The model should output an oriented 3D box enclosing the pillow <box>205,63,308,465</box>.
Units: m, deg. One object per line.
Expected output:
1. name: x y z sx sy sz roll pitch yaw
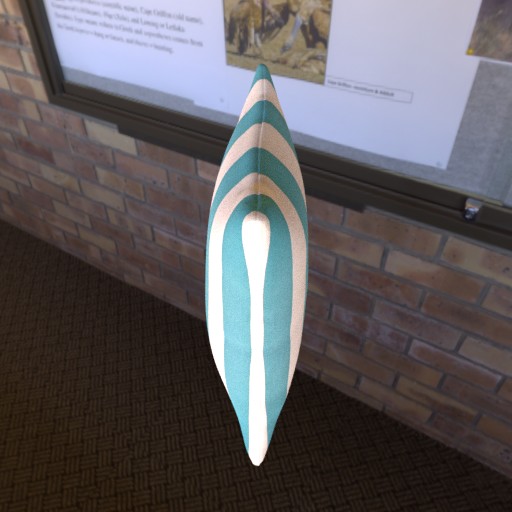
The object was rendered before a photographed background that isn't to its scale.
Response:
1. pillow: 0.000 0.000 0.818 0.189 0.526 0.536 0 40 0
